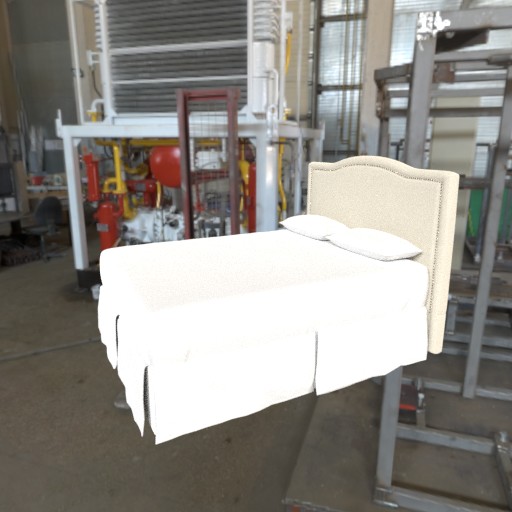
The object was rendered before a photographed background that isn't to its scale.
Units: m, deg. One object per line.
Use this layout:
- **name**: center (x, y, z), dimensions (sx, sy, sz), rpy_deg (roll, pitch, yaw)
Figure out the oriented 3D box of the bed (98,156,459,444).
- **bed**: center (0.000, 0.000, 3.350), dimensions (2.196, 1.449, 1.741), rpy_deg (-7, 16, -26)
